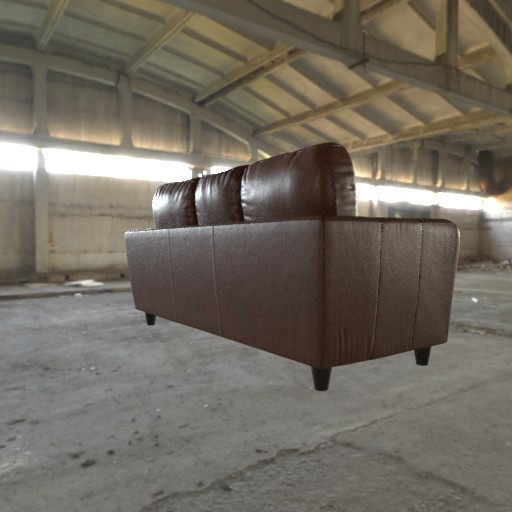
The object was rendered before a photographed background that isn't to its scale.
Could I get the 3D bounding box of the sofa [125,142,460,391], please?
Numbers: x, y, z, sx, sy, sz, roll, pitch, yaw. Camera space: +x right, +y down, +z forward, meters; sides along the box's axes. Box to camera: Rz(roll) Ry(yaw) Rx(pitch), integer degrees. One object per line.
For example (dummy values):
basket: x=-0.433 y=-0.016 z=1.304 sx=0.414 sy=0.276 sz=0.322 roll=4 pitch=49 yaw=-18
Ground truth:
sofa: x=0.000 y=0.000 z=2.376 sx=0.802 sy=0.915 sz=1.862 roll=-1 pitch=2 yaw=-36
